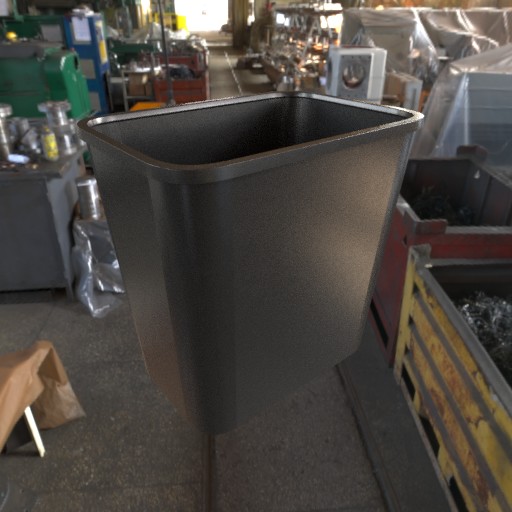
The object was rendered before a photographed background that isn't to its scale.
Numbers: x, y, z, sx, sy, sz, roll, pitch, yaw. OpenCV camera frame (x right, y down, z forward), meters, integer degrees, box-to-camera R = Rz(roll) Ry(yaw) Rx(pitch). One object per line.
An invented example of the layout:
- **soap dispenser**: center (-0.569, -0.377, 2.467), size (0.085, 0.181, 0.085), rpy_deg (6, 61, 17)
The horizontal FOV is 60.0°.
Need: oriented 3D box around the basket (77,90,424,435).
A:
- **basket**: center (0.000, 0.000, 0.503), size (0.300, 0.307, 0.211), rpy_deg (-21, 36, -33)
